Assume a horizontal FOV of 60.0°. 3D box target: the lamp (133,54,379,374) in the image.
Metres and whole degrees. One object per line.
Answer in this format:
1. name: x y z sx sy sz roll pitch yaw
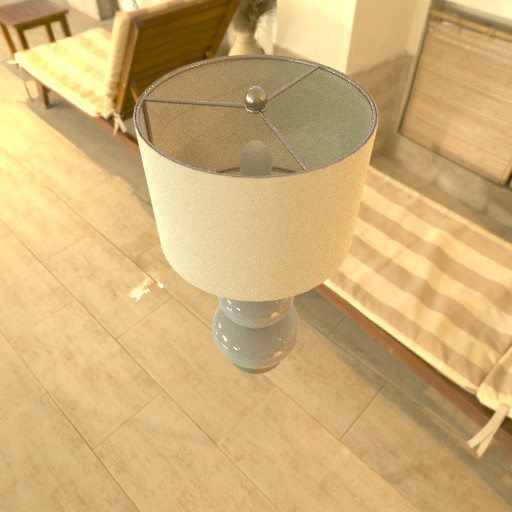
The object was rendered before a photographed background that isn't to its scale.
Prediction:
1. lamp: 0.000 0.000 0.922 0.367 0.730 0.367 -32 55 -26
